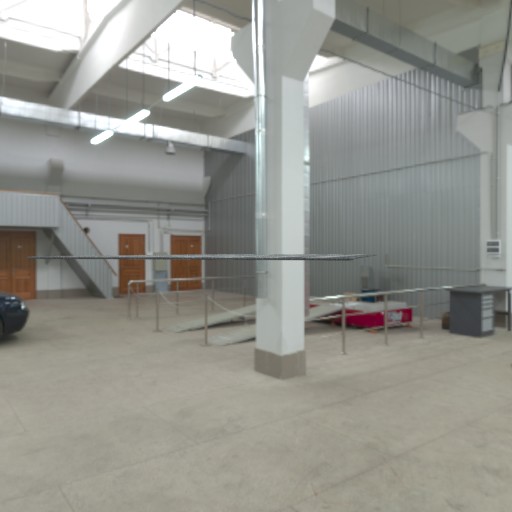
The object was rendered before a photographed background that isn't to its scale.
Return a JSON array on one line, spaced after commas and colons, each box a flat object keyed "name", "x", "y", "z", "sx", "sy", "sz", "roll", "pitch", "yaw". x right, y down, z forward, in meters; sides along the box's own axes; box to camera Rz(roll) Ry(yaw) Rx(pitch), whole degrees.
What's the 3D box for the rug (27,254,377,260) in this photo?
[{"name": "rug", "x": 0.000, "y": 0.000, "z": 3.089, "sx": 1.554, "sy": 0.011, "sz": 2.476, "roll": 0, "pitch": 1, "yaw": 17}]
